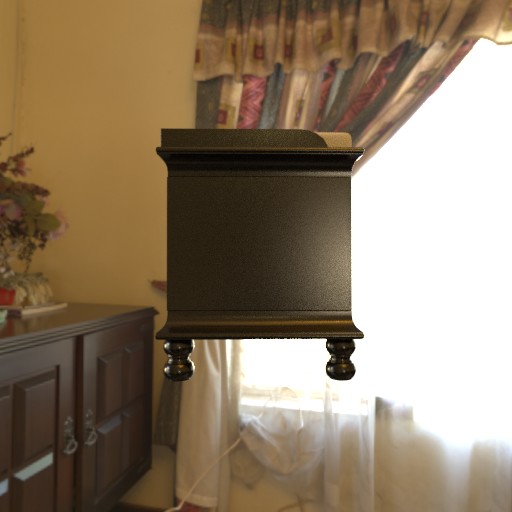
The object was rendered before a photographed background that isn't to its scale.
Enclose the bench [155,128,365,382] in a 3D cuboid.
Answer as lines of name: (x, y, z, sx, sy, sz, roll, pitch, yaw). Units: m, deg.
bench: (0.000, 0.000, 1.443, 0.402, 0.501, 1.185, 0, -1, -1)
